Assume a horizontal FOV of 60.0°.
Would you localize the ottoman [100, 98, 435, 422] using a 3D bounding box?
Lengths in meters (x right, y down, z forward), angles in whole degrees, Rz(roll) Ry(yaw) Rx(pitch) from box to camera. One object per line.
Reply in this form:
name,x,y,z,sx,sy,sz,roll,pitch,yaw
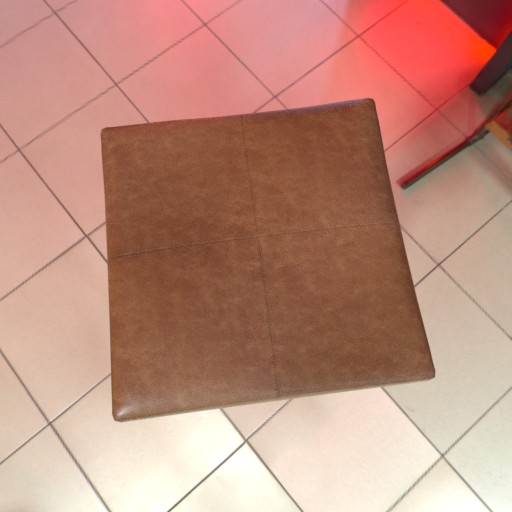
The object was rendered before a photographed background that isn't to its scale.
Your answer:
ottoman,0.000,0.000,1.876,1.168,0.483,1.169,-7,75,-2
